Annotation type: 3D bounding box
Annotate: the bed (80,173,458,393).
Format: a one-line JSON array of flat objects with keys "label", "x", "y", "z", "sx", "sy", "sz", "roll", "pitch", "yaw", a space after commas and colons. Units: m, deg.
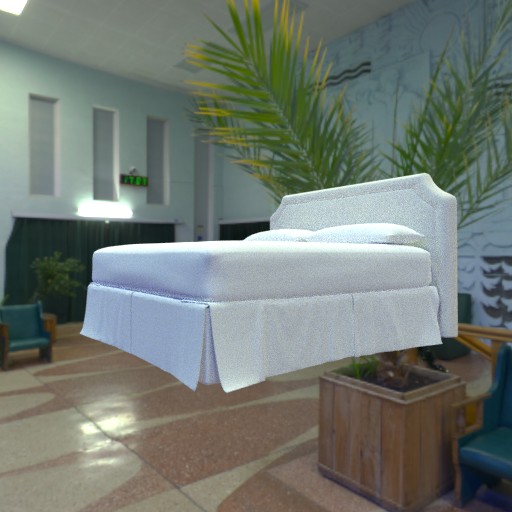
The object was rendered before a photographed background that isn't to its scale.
[{"label": "bed", "x": 0.000, "y": 0.000, "z": 3.535, "sx": 2.204, "sy": 1.301, "sz": 2.160, "roll": 0, "pitch": 0, "yaw": -36}]
